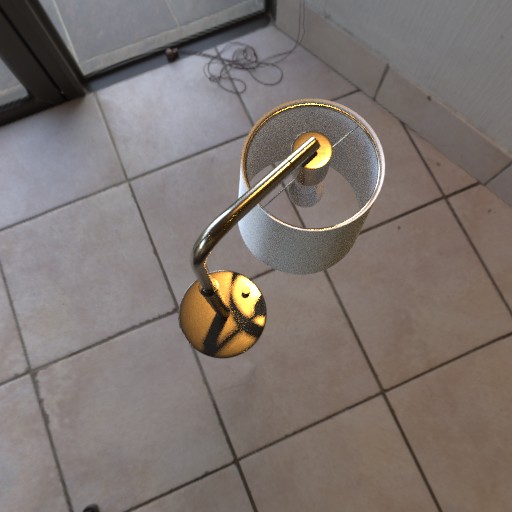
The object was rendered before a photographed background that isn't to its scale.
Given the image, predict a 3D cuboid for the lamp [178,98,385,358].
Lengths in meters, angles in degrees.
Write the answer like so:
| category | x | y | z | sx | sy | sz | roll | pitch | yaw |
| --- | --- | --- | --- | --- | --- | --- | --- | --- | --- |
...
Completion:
| category | x | y | z | sx | sy | sz | roll | pitch | yaw |
| --- | --- | --- | --- | --- | --- | --- | --- | --- | --- |
| lamp | 0.000 | 0.000 | 0.627 | 0.333 | 0.489 | 0.171 | -41 | 80 | -9 |
